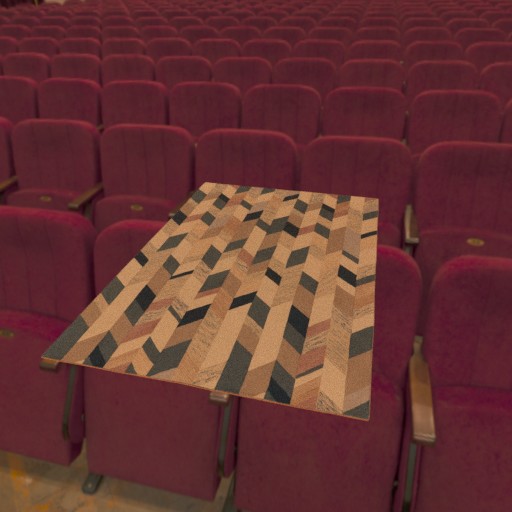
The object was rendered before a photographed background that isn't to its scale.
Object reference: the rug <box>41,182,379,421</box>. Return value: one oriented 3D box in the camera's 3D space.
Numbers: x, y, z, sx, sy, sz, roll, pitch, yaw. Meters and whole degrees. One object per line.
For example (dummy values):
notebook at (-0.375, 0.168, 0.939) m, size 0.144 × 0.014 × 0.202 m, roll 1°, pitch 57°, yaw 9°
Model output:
rug at (0.000, 0.000, 2.272) m, size 1.202 × 0.006 × 1.813 m, roll 7°, pitch 31°, yaw 12°
